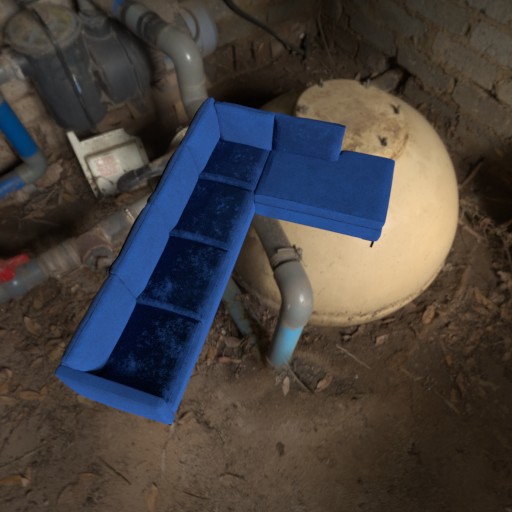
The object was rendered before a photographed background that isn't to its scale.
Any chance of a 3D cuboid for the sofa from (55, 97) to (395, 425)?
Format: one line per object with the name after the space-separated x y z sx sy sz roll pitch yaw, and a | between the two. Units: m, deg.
0.000 0.000 3.181 1.707 0.687 2.486 14 59 9 | sofa
